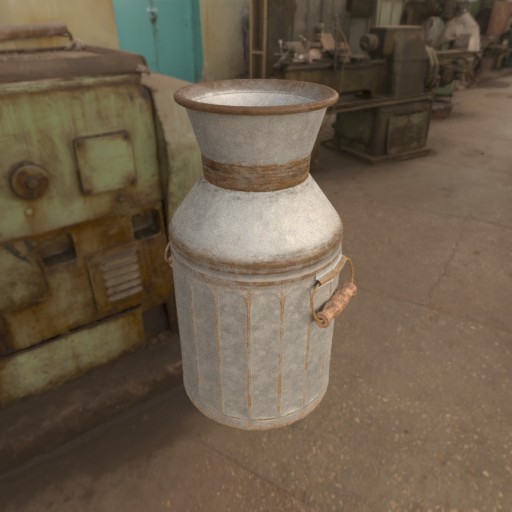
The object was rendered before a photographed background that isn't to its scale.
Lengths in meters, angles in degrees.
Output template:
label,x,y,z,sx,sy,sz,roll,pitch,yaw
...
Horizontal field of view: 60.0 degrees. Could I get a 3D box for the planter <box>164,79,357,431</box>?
label,x,y,z,sx,sy,sz,roll,pitch,yaw
planter,0.000,0.000,0.559,0.245,0.396,0.214,19,35,29
